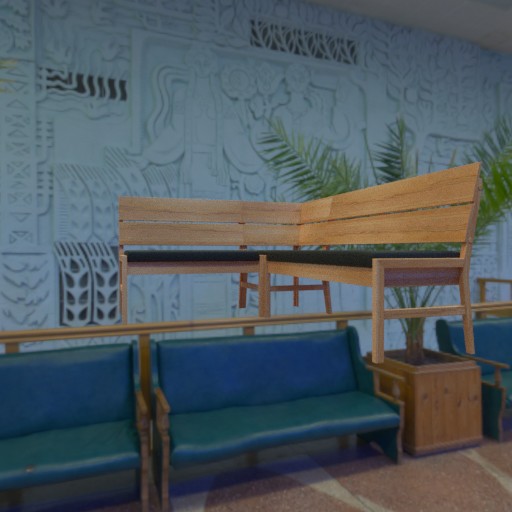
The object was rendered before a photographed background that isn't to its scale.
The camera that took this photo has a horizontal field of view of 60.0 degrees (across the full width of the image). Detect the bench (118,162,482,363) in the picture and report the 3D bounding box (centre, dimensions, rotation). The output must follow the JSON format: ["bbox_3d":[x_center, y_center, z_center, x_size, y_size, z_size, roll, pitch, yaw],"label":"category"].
[{"bbox_3d":[0.000,0.000,2.724,1.548,0.890,1.948,0,1,-19],"label":"bench"}]
